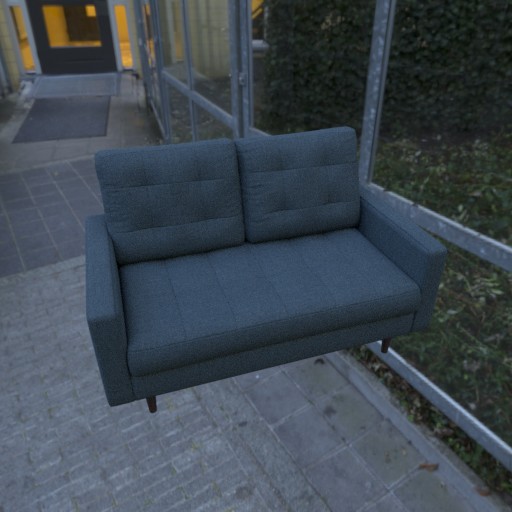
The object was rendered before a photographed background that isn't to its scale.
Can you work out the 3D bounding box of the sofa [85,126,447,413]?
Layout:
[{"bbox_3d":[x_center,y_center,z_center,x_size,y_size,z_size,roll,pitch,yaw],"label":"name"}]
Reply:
[{"bbox_3d":[0.000,0.000,1.976,1.407,0.907,0.842,-10,33,-16],"label":"sofa"}]
